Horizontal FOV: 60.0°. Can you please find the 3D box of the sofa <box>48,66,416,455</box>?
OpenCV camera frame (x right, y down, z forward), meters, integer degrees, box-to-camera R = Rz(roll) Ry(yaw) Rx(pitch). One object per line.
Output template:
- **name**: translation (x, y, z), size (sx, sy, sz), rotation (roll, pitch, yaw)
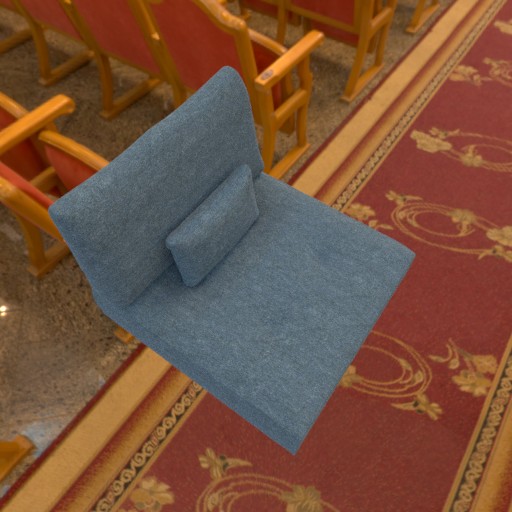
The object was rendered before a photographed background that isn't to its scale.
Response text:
- **sofa**: translation (0.000, 0.000, 1.714), size (1.000, 0.820, 0.930), rotation (31, 62, 19)
